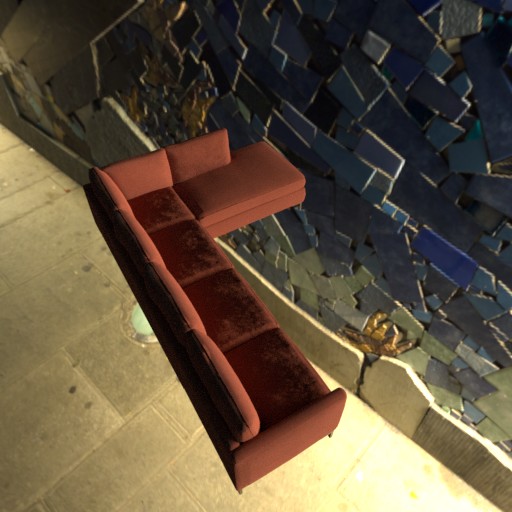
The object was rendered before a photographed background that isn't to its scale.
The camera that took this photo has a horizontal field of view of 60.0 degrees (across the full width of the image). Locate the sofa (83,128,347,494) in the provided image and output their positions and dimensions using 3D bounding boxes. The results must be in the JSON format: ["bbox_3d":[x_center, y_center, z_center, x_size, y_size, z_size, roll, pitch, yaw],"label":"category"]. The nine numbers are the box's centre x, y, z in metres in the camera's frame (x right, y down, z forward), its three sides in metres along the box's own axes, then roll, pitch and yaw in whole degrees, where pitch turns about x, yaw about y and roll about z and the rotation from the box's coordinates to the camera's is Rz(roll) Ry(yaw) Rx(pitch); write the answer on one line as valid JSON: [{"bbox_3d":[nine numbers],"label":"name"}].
[{"bbox_3d":[0.000,0.000,3.477,1.879,0.757,2.736,-24,51,-21],"label":"sofa"}]
